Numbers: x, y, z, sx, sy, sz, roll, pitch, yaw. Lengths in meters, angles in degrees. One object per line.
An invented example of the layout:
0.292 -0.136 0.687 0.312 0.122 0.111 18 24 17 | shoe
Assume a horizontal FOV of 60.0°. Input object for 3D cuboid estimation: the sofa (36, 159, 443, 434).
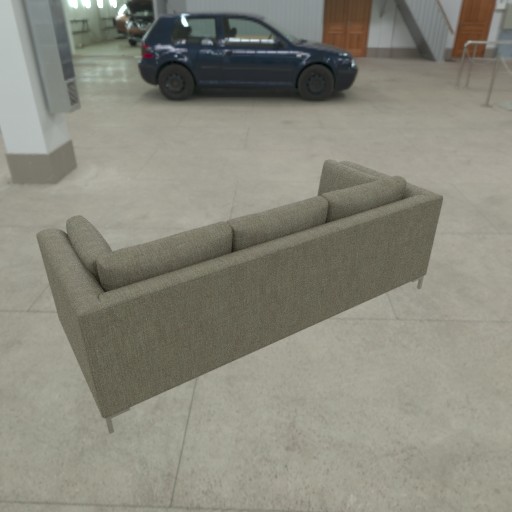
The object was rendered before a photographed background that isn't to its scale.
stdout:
0.000 0.000 2.926 2.415 0.867 0.969 -18 34 -29 | sofa
